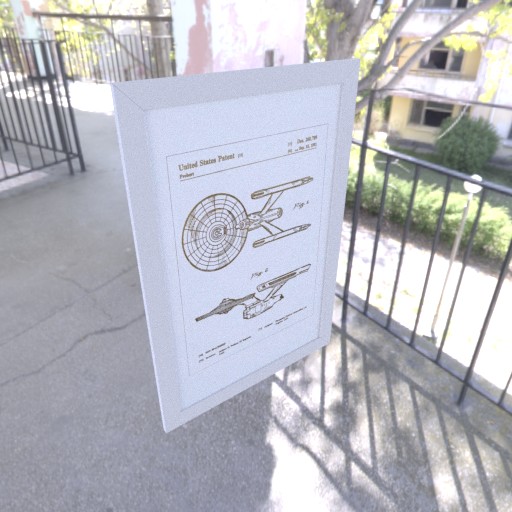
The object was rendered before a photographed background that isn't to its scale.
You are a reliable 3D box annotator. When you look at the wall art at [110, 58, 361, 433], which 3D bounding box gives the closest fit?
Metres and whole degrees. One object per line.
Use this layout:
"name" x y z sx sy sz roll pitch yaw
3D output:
"wall art" 0.000 0.000 0.840 0.454 0.659 0.011 -20 36 -31
